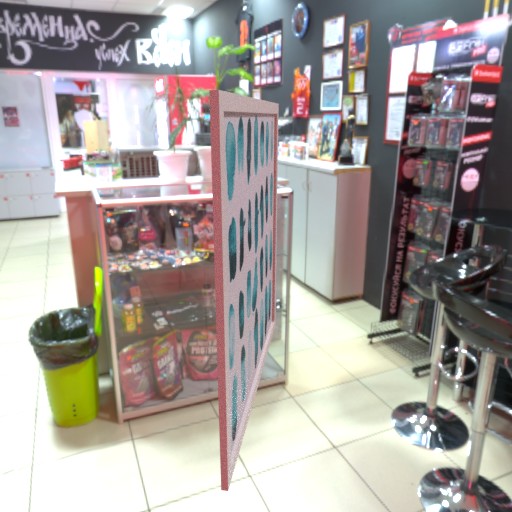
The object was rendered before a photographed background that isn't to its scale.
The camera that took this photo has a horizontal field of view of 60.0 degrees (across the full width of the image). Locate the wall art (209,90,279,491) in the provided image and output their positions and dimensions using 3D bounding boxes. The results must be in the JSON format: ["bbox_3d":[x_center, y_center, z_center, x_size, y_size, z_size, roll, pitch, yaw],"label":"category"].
[{"bbox_3d":[0.000,0.000,0.685,0.009,0.457,0.456,3,18,9],"label":"wall art"}]
